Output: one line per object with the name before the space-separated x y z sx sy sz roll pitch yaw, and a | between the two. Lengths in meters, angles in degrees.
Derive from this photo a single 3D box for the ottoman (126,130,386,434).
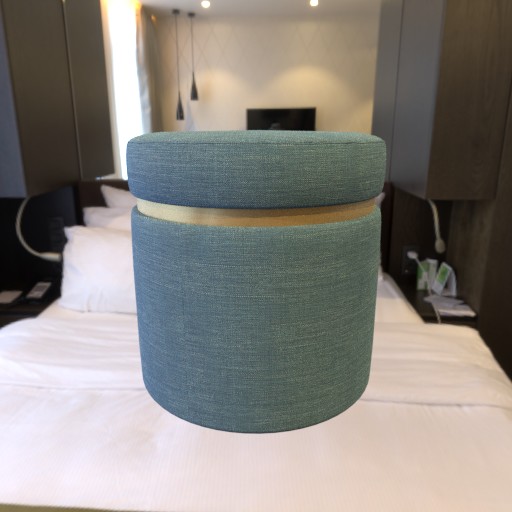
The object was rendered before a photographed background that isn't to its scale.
ottoman | 0.000 0.000 0.743 0.398 0.406 0.398 0 15 0
